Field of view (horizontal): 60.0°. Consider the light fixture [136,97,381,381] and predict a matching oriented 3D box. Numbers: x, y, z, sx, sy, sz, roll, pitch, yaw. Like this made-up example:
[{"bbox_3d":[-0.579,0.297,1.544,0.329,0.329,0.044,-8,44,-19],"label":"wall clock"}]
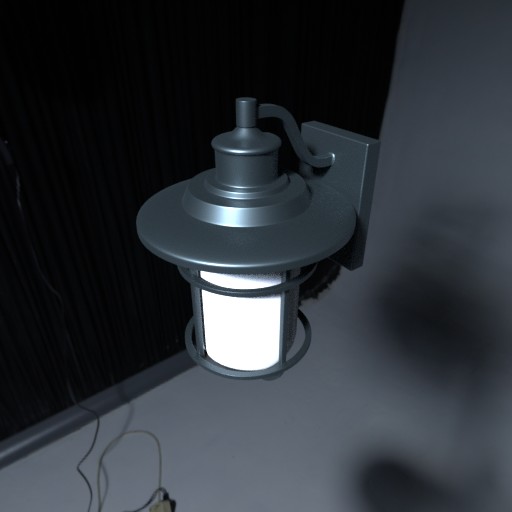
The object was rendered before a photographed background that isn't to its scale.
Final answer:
[{"bbox_3d":[0.000,0.000,0.503,0.252,0.345,0.222,-20,37,-30],"label":"light fixture"}]
